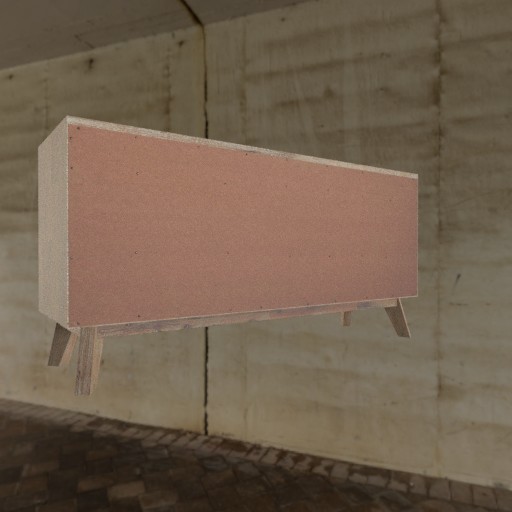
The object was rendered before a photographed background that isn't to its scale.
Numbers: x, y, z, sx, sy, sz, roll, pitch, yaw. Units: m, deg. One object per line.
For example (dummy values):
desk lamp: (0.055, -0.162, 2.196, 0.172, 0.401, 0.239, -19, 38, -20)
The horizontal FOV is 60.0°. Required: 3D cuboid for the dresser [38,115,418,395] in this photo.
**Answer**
dresser: (0.000, 0.000, 1.877, 1.602, 0.788, 0.455, 0, 1, -35)
